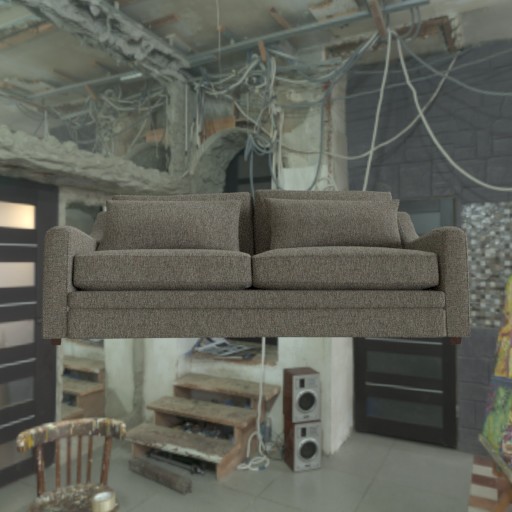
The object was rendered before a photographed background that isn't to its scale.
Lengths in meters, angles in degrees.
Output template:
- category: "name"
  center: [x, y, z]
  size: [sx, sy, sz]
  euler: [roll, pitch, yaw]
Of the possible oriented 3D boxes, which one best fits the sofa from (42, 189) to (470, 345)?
- category: "sofa"
  center: [0.000, 0.000, 2.957]
  size: [2.418, 0.998, 1.103]
  euler: [0, -1, -1]
